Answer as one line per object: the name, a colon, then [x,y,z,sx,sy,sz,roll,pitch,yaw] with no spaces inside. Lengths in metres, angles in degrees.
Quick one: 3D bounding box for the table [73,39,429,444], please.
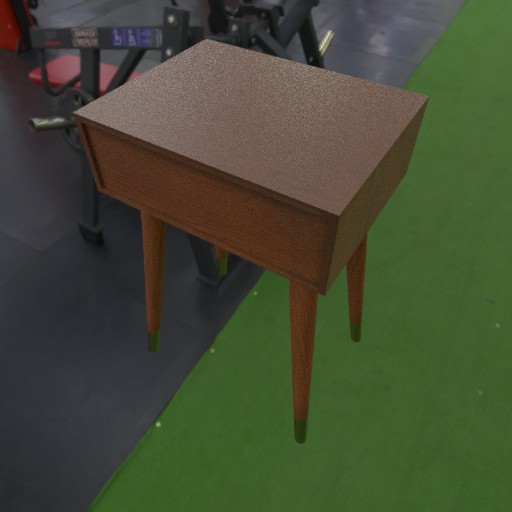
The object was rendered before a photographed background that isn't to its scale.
table: [0.000,0.000,0.816,0.406,0.599,0.300,25,51,21]
